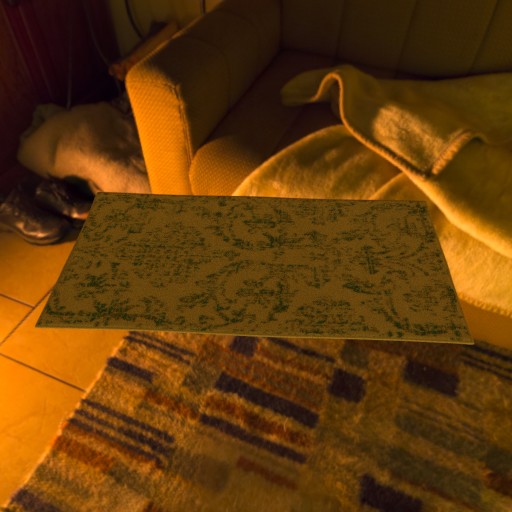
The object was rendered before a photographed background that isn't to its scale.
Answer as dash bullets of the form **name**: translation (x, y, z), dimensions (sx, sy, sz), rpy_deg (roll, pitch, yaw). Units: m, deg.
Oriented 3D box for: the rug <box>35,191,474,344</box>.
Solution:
- **rug**: translation (0.000, 0.000, 1.431), dimensions (1.220, 0.007, 0.605), rpy_deg (2, 47, 2)
